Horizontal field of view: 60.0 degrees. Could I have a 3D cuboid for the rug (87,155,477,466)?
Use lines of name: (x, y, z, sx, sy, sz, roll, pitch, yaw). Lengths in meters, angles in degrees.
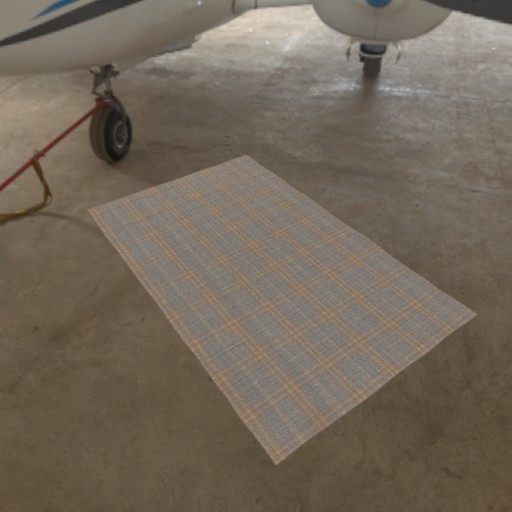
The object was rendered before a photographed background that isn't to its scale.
rug: (0.000, 0.000, 3.090, 1.545, 0.016, 2.460, -25, 47, -26)
